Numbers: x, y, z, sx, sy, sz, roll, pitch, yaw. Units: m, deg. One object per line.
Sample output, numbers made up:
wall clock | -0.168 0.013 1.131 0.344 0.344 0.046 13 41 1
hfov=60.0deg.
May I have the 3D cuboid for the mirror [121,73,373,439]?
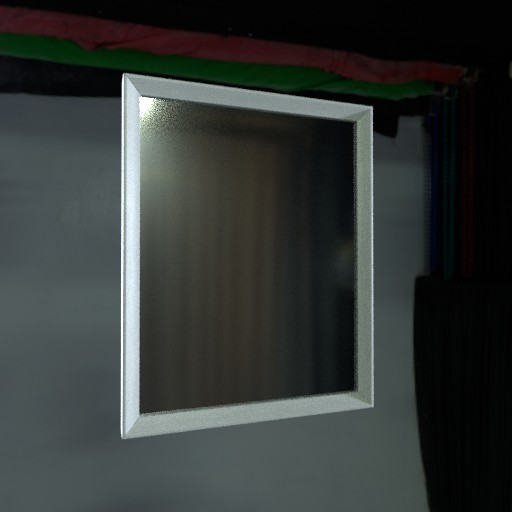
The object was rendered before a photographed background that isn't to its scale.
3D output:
mirror | 0.000 0.000 0.701 0.406 0.509 0.041 0 -1 -19
